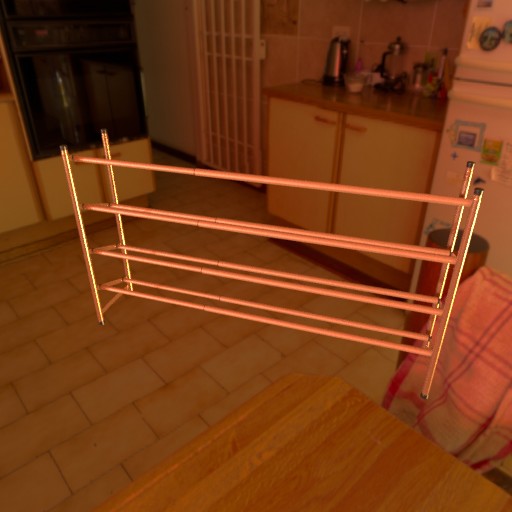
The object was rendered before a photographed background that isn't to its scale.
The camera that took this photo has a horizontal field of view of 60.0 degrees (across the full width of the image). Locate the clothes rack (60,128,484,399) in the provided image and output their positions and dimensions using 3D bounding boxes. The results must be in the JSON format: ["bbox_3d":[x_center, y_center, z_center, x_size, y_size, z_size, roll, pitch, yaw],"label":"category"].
[{"bbox_3d":[0.000,0.000,1.421,1.168,0.672,0.229,9,31,16],"label":"clothes rack"}]
